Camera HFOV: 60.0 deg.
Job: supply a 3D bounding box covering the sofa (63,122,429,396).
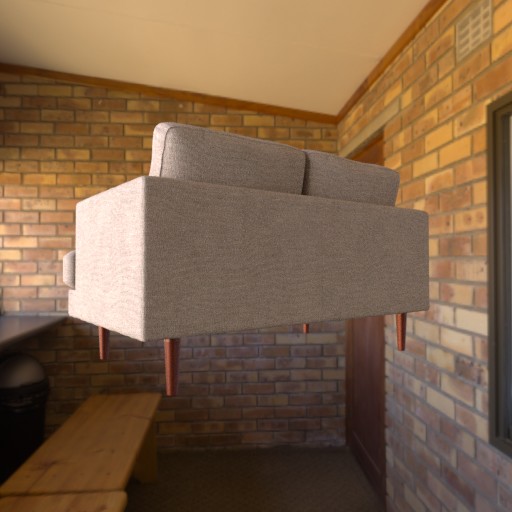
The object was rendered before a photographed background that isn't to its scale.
[{"bbox_3d":[0.000,0.000,2.159,1.582,0.944,0.903,1,-1,-37],"label":"sofa"}]
